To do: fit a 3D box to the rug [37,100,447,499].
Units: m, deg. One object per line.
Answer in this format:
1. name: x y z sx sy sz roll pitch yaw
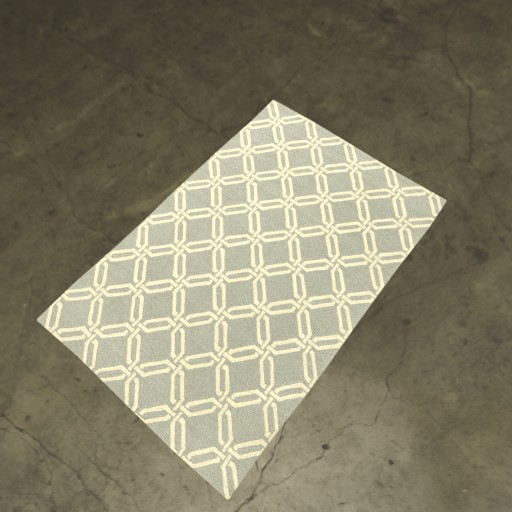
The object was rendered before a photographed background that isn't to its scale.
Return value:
1. rug: 0.000 0.000 2.142 1.148 0.010 1.754 36 68 17
